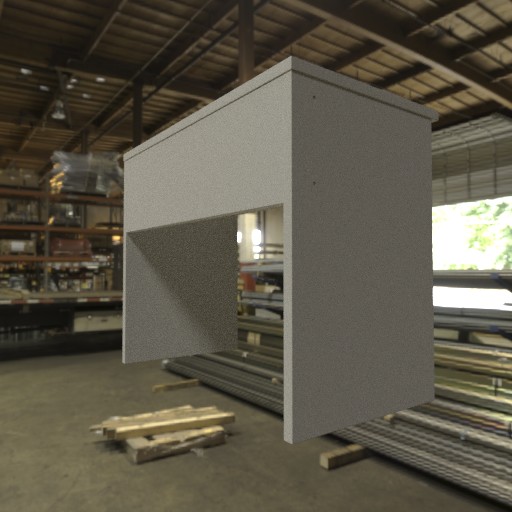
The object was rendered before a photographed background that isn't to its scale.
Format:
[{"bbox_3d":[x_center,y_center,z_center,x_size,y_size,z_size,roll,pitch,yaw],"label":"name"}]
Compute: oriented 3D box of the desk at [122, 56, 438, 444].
[{"bbox_3d":[0.000,0.000,1.339,0.498,0.729,0.900,1,-2,-36],"label":"desk"}]
